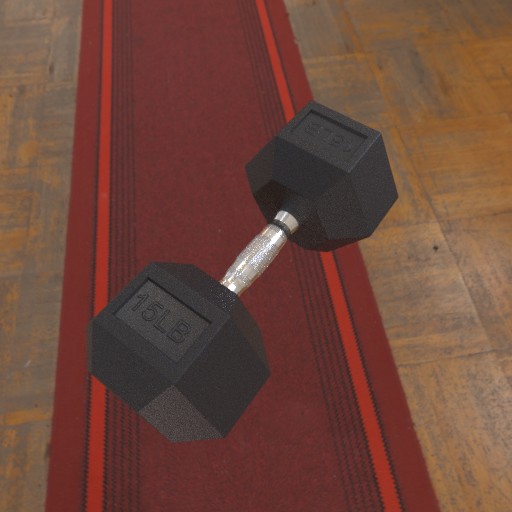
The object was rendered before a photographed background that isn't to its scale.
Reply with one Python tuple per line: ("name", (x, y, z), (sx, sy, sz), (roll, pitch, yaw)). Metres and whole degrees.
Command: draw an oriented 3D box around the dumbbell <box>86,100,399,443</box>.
("dumbbell", (0.000, 0.000, 0.334), (0.122, 0.106, 0.271), (32, 64, 18))
